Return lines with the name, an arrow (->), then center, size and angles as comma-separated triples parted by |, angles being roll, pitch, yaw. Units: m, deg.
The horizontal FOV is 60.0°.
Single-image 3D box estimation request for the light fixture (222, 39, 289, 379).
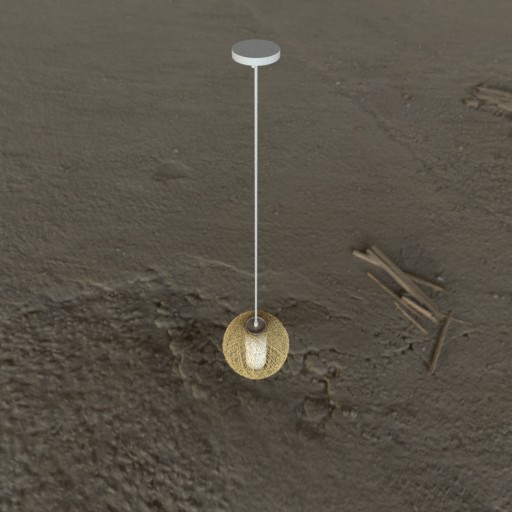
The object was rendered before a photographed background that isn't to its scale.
light fixture -> 0.000, 0.000, 2.156 | 0.406, 1.955, 0.407 | -18, 48, -16
